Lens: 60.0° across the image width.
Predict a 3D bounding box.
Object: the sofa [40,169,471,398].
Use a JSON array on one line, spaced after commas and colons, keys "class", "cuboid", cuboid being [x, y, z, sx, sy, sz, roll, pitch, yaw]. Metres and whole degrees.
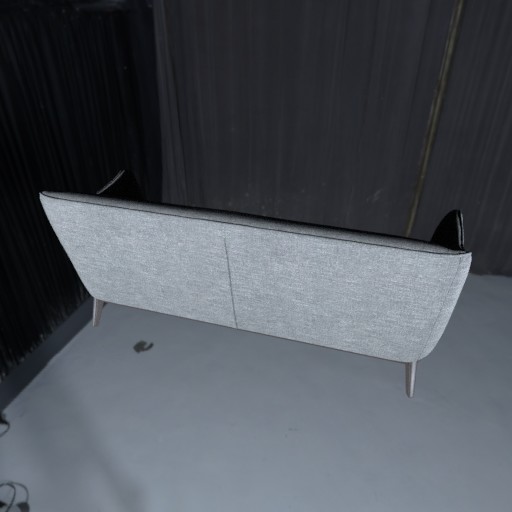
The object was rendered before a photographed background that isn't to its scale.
[{"class": "sofa", "cuboid": [0.000, 0.000, 2.244, 1.928, 0.829, 0.867, 9, 33, 14]}]
